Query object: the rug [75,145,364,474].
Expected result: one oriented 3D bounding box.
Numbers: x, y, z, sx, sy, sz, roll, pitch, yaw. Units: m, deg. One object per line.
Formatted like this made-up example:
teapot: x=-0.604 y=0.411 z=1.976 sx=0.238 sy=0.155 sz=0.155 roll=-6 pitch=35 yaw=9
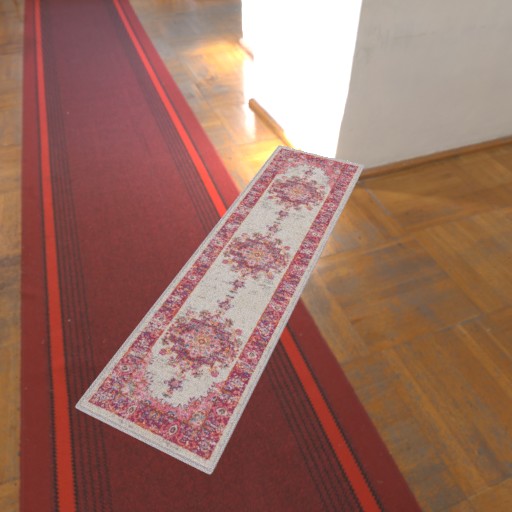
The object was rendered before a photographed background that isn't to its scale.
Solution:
rug: x=0.000 y=0.000 z=2.530 sx=0.666 sy=0.011 sz=2.294 roll=18 pitch=48 yaw=17
